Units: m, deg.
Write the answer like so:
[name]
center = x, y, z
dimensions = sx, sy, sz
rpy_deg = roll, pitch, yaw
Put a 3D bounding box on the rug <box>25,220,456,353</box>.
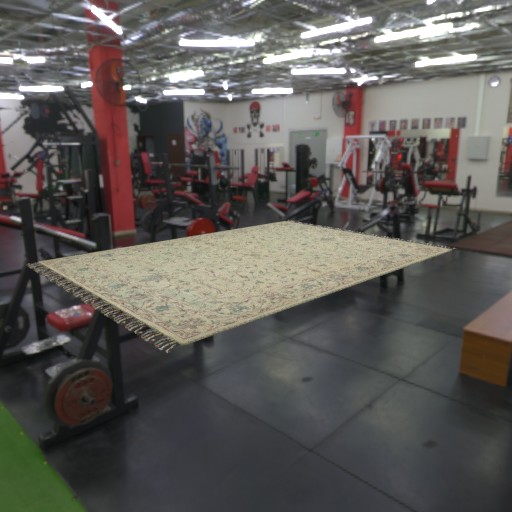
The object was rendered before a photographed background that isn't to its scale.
[rug]
center = 0.000, 0.000, 2.218
dimensions = 1.802, 0.008, 1.247
rpy_deg = -13, 19, -41
